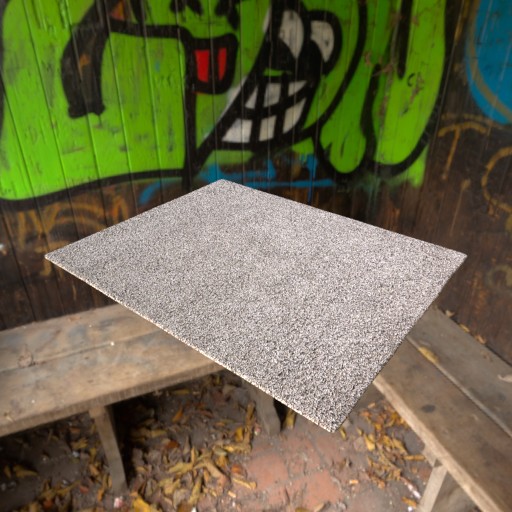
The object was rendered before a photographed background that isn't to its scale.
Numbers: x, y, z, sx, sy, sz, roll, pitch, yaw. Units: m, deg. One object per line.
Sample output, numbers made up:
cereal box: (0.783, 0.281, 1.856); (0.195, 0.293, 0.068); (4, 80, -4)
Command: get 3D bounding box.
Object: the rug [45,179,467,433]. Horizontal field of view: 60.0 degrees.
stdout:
rug: (0.000, 0.000, 4.070); (3.047, 0.029, 2.438); (22, 38, 32)
